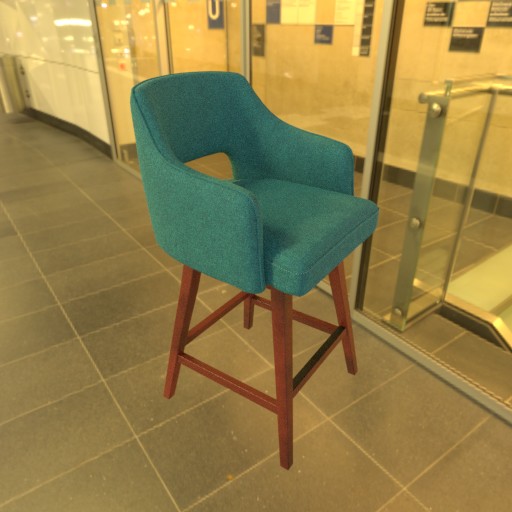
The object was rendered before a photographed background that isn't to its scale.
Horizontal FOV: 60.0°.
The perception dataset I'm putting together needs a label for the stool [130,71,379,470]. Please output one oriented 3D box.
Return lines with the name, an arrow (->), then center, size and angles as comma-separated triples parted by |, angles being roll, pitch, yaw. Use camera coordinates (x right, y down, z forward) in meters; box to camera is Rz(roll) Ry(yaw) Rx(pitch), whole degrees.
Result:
stool -> 0.000, 0.000, 1.293 | 0.556, 0.961, 0.548 | 18, 33, 30
